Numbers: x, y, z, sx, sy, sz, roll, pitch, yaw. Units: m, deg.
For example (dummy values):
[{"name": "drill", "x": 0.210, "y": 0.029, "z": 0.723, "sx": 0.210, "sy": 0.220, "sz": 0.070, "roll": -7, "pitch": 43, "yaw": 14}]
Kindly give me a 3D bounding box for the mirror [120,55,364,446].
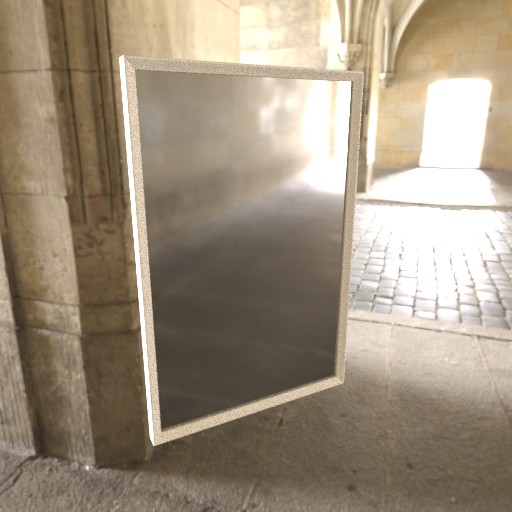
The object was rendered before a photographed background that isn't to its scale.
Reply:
[{"name": "mirror", "x": 0.000, "y": 0.000, "z": 1.151, "sx": 0.609, "sy": 0.915, "sz": 0.041, "roll": -9, "pitch": 19, "yaw": -27}]
